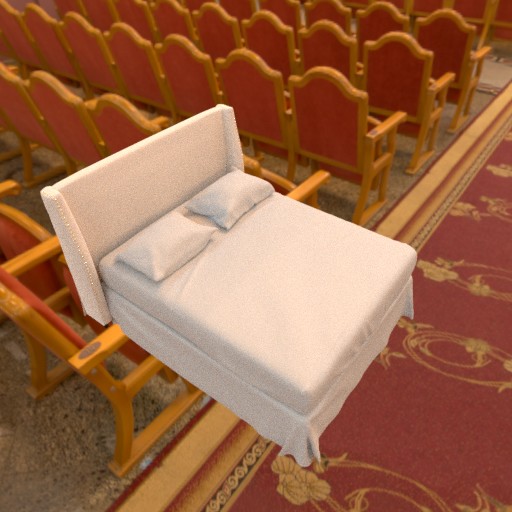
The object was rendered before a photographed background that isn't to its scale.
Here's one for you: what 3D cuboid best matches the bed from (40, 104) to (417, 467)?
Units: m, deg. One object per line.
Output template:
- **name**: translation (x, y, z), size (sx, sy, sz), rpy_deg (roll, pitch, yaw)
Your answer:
- **bed**: translation (0.000, 0.000, 3.475), size (2.276, 1.332, 1.925), rpy_deg (26, 47, 27)
